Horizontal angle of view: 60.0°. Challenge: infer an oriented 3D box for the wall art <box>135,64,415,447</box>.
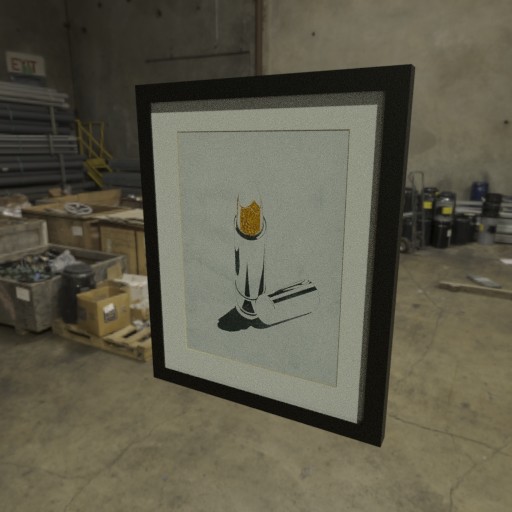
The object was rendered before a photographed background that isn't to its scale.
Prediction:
[{"bbox_3d":[0.000,0.000,0.741,0.457,0.559,0.029,8,16,27],"label":"wall art"}]
